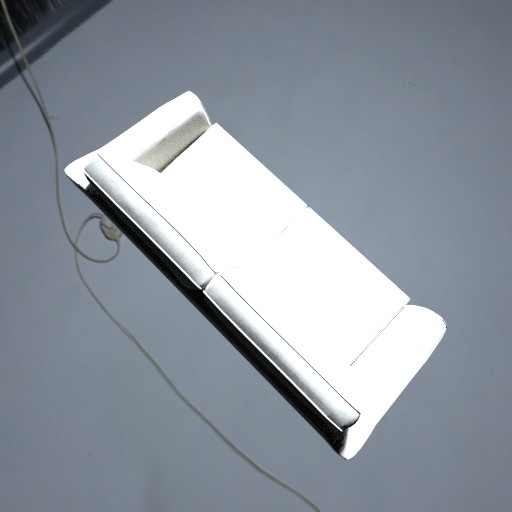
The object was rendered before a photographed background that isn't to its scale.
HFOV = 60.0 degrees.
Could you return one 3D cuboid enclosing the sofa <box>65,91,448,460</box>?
[{"bbox_3d":[0.000,0.000,2.757,2.270,0.965,0.980,44,80,10],"label":"sofa"}]
